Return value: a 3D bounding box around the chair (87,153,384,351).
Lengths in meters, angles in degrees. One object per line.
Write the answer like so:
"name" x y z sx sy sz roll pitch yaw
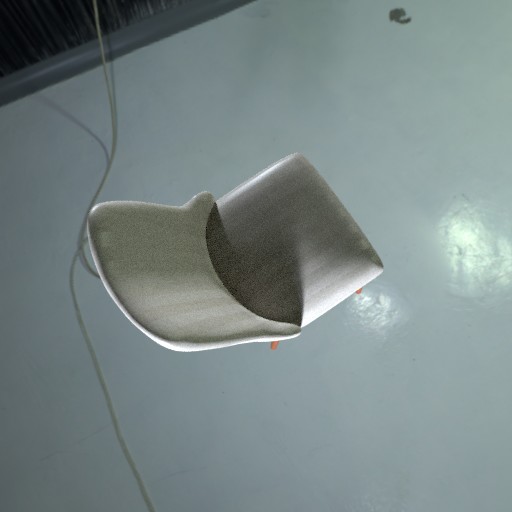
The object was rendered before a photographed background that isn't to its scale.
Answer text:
"chair" 0.000 0.000 1.329 0.684 0.917 0.526 -32 77 -8
